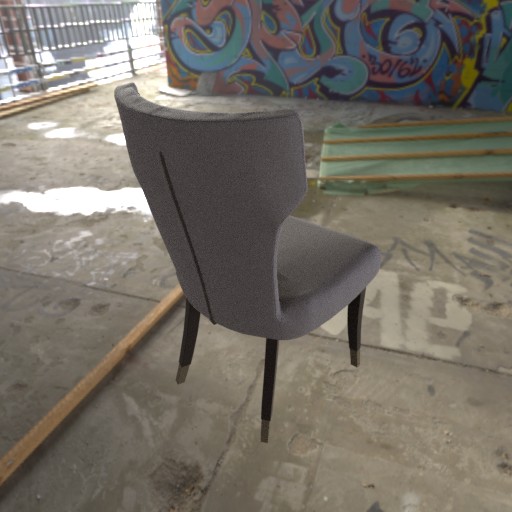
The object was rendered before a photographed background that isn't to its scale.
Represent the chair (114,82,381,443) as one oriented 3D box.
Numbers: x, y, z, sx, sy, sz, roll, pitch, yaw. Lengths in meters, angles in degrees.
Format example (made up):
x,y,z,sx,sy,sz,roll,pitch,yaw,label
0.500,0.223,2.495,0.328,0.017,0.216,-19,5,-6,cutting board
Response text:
x,y,z,sx,sy,sz,roll,pitch,yaw,label
0.000,0.000,1.278,0.526,0.950,0.630,22,37,32,chair
